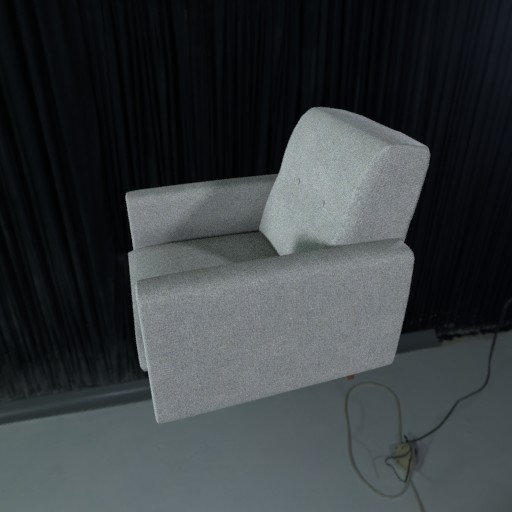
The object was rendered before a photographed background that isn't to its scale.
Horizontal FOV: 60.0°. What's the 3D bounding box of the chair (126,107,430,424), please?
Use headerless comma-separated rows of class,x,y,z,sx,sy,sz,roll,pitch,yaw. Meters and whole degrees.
chair,0.000,0.000,1.689,0.942,0.968,0.845,-8,31,-14
